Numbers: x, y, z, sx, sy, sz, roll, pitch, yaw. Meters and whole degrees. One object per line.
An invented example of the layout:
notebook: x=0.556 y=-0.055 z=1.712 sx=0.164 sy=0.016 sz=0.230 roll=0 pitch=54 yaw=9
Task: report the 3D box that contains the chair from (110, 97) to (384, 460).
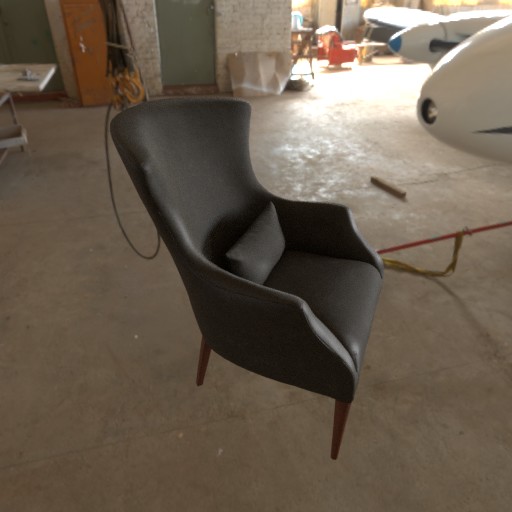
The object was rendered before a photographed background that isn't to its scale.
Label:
chair: x=0.000 y=0.000 z=1.732 sx=0.954 sy=1.068 sz=0.819 roll=11 pitch=33 yaw=18
